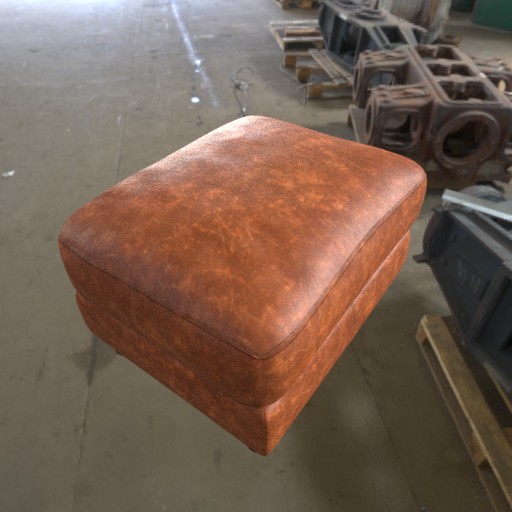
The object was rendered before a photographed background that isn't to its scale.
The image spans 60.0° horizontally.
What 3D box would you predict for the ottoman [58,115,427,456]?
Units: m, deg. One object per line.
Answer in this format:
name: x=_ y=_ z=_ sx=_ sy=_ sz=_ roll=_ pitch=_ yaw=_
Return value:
ottoman: x=0.000 y=0.000 z=1.242 sx=0.657 sy=0.562 sz=0.832 roll=26 pitch=47 yaw=26
